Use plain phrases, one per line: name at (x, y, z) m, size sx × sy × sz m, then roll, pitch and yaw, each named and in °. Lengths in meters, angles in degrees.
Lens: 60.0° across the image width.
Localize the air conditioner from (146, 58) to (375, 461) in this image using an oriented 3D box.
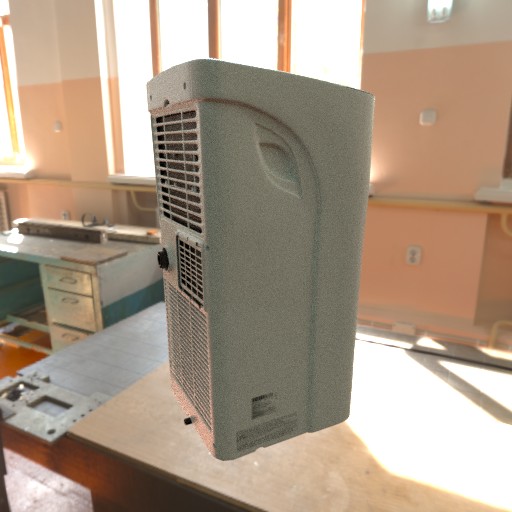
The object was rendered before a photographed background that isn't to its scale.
air conditioner at (0.000, 0.000, 0.935) m, size 0.369 × 0.716 × 0.352 m, roll -7°, pitch 16°, yaw -27°
